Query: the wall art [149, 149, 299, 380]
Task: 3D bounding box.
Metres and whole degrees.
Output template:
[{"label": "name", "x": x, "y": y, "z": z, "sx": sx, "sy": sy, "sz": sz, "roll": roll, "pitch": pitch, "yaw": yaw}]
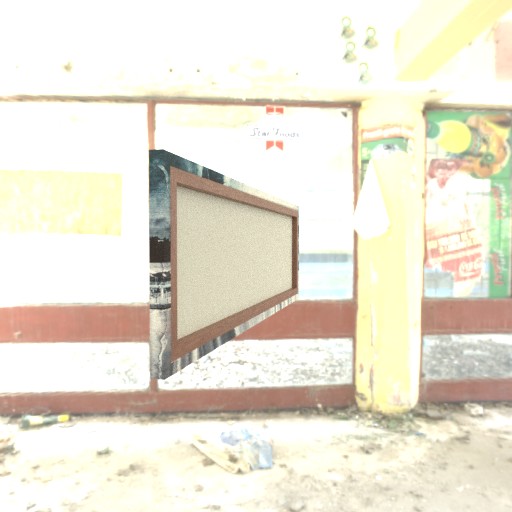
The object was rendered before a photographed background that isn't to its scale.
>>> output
[{"label": "wall art", "x": 0.000, "y": 0.000, "z": 1.707, "sx": 0.037, "sy": 0.509, "sz": 1.524, "roll": 0, "pitch": 2, "yaw": 17}]
